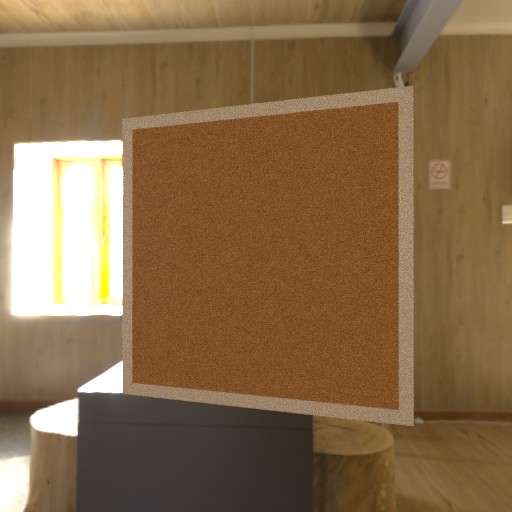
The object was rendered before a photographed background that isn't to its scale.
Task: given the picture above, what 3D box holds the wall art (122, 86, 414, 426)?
[{"bbox_3d":[0.000,0.000,0.758,0.507,0.508,0.038,0,0,18],"label":"wall art"}]
